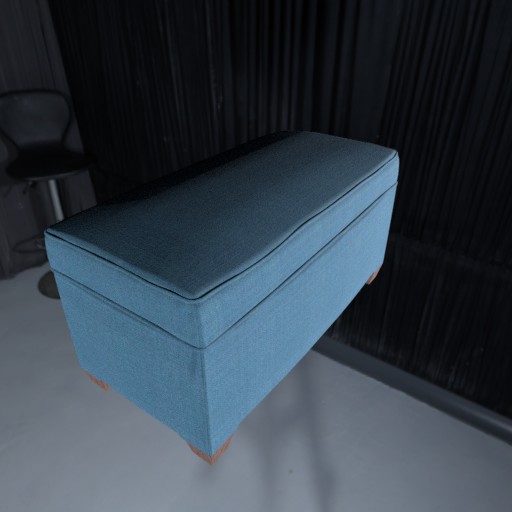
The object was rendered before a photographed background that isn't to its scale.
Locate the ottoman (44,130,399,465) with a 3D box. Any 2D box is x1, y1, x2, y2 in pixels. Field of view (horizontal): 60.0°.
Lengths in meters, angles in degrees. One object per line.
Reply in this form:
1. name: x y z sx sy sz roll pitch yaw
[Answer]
1. ottoman: 0.000 0.000 1.237 0.474 0.474 0.943 21 37 30
